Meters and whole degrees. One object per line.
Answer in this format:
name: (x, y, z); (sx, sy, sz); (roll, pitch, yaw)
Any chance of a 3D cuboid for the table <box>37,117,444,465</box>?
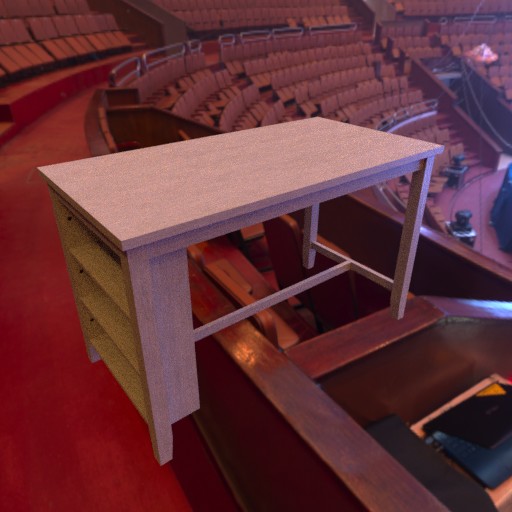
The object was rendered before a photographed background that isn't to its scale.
table: (0.000, 0.000, 1.904); (1.397, 0.874, 0.729); (-21, 35, -33)
